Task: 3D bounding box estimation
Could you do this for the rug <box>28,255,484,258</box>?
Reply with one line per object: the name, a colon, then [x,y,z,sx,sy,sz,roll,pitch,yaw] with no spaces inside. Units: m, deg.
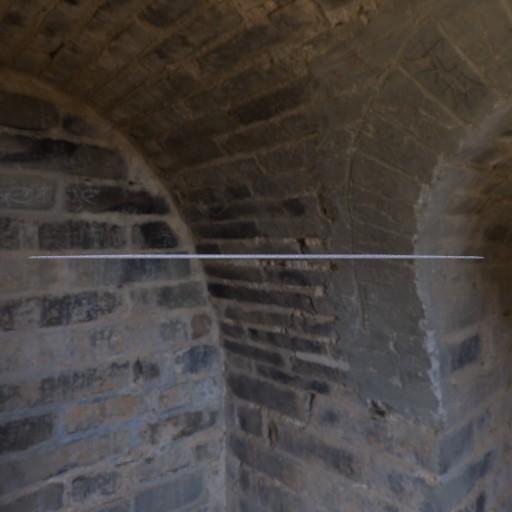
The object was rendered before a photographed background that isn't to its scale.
rug: [0.000,0.000,4.144,3.048,0.012,2.438,0,0,0]
